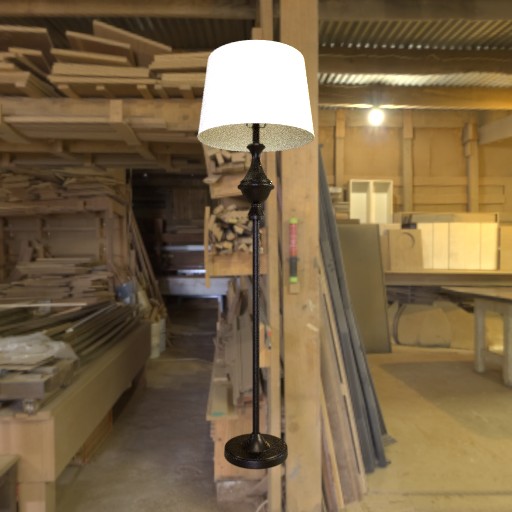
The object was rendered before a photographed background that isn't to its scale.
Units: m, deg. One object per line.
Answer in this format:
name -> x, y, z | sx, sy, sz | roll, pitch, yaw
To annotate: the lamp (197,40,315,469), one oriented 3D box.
lamp -> 0.000, 0.000, 1.651 | 0.431, 1.484, 0.431 | 0, 1, 0
